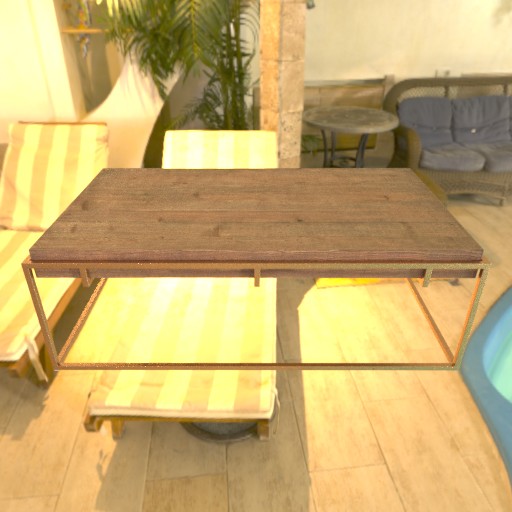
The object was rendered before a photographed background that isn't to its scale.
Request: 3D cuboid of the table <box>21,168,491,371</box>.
[{"bbox_3d":[0.000,0.000,1.739,1.387,0.468,0.775,0,30,0],"label":"table"}]
